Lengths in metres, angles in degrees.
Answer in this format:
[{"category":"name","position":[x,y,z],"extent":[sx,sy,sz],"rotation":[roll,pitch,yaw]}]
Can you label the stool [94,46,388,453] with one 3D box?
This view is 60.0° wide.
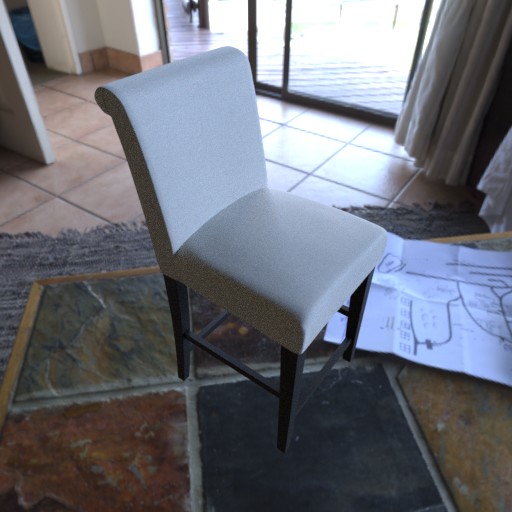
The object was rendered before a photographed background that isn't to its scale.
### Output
[{"category":"stool","position":[0.000,0.000,1.283],"extent":[0.597,0.976,0.452],"rotation":[25,45,28]}]
